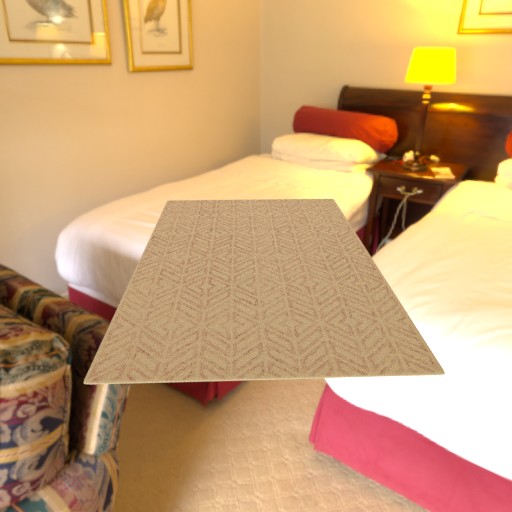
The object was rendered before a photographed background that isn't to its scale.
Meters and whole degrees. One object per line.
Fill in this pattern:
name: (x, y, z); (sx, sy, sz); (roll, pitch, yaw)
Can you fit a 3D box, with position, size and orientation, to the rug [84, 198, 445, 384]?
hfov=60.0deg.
rug: (0.000, 0.000, 2.952); (1.523, 0.008, 2.438); (-1, 25, -2)
